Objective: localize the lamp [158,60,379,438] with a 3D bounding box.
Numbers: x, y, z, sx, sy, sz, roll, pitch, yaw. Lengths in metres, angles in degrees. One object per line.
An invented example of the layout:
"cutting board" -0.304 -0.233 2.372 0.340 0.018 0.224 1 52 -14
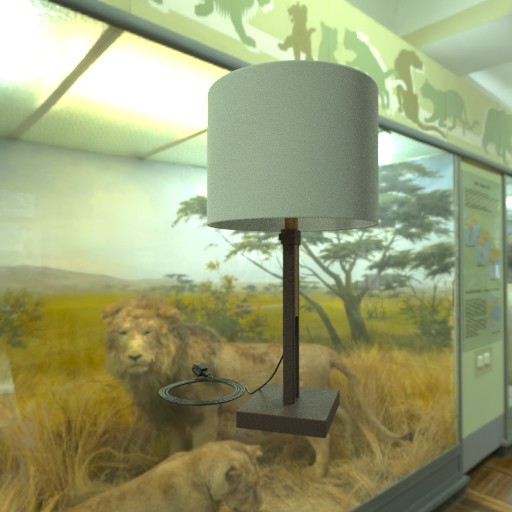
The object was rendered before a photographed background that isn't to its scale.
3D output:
"lamp" 0.000 0.000 0.979 0.525 0.668 0.396 0 -1 18
